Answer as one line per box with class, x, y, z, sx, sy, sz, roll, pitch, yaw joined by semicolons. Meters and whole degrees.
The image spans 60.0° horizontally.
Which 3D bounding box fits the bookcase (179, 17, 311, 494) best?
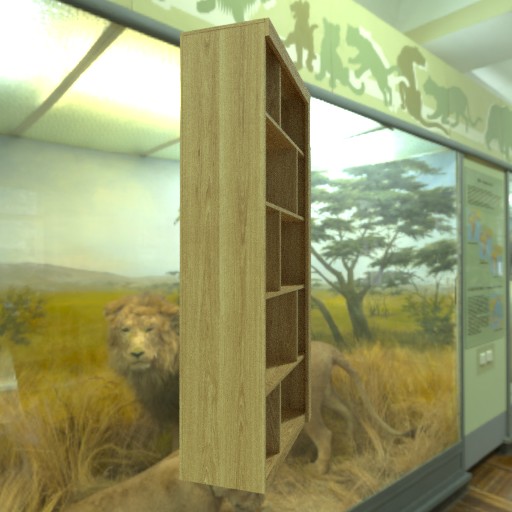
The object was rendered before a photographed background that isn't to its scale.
bookcase;0.000;0.000;2.390;0.420;2.020;0.950;0;0;18
